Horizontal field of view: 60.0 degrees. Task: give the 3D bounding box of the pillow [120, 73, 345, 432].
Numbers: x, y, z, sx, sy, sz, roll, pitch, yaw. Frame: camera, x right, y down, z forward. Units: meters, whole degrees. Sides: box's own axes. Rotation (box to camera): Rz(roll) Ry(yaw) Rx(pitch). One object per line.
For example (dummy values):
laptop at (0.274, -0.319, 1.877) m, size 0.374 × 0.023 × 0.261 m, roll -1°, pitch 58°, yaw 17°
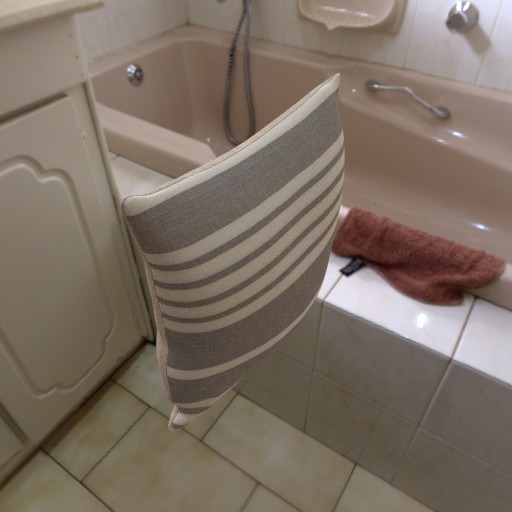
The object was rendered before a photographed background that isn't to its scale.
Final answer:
pillow at (0.000, 0.000, 0.680) m, size 0.182 × 0.440 × 0.439 m, roll 26°, pitch 48°, yaw 26°
